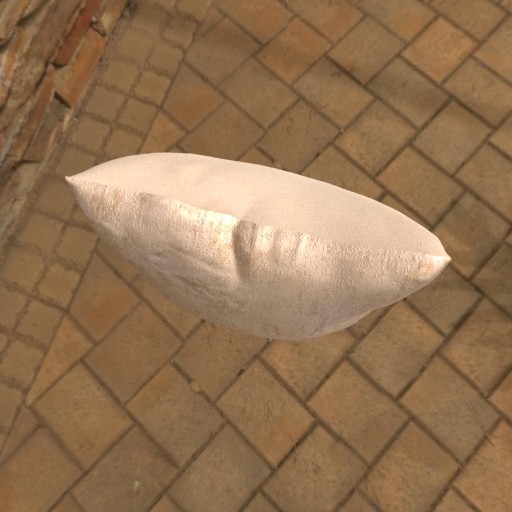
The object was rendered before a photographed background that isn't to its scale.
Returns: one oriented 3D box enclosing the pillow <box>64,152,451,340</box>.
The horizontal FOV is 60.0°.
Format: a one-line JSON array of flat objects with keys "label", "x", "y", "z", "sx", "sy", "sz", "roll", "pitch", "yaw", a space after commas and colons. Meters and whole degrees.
[{"label": "pillow", "x": 0.000, "y": 0.000, "z": 0.706, "sx": 0.450, "sy": 0.448, "sz": 0.245, "roll": 15, "pitch": 76, "yaw": 4}]
